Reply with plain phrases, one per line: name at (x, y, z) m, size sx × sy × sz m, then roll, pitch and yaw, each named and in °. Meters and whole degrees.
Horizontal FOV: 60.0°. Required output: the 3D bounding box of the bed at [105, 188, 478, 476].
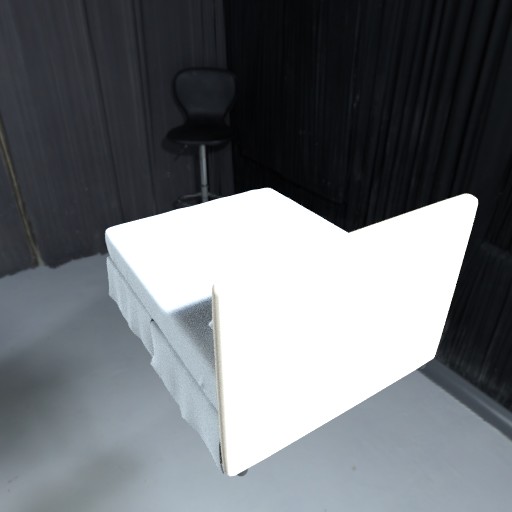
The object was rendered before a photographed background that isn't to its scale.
bed at (0.000, 0.000, 3.213) m, size 1.748 × 1.330 × 2.142 m, roll -18°, pitch 36°, yaw -28°
